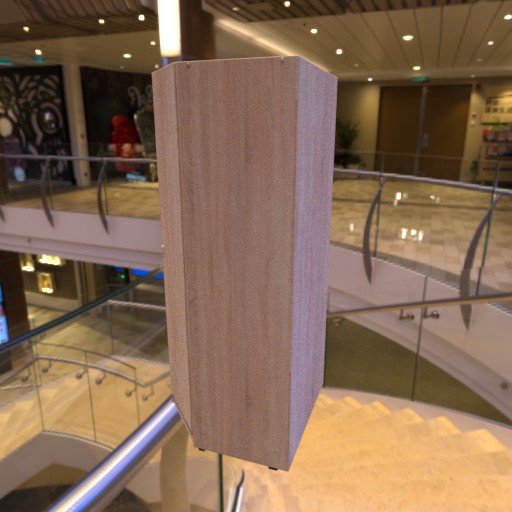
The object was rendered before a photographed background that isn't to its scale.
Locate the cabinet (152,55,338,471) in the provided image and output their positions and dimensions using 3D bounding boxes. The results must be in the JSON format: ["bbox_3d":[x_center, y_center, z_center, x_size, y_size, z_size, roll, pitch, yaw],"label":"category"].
[{"bbox_3d":[0.000,0.000,2.767,1.094,2.120,1.327,-7,18,-24],"label":"cabinet"}]
